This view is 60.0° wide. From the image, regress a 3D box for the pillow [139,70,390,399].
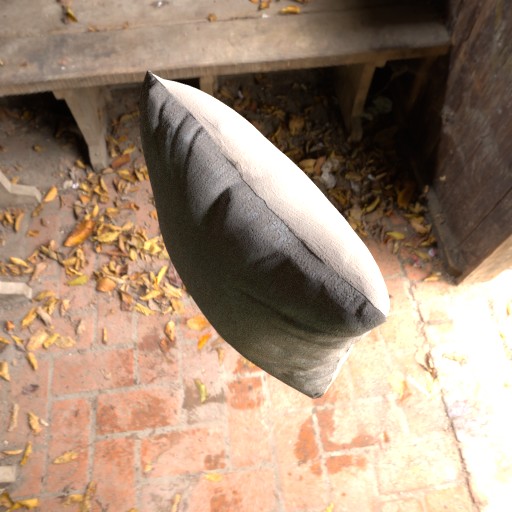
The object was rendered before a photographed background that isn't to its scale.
[{"bbox_3d":[0.000,0.000,0.712,0.245,0.448,0.450,-33,69,-15],"label":"pillow"}]
